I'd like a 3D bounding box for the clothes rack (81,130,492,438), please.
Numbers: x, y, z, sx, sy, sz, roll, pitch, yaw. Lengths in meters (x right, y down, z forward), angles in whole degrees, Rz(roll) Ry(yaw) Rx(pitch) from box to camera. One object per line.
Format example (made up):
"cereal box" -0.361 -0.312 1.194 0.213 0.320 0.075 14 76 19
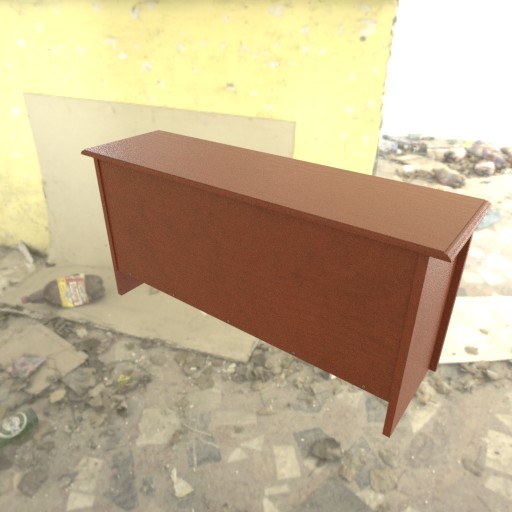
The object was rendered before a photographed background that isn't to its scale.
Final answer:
"clothes rack" 0.000 0.000 1.480 1.251 0.594 0.362 20 35 31
